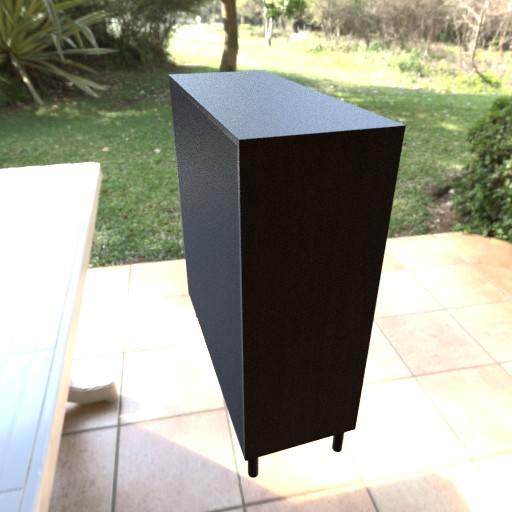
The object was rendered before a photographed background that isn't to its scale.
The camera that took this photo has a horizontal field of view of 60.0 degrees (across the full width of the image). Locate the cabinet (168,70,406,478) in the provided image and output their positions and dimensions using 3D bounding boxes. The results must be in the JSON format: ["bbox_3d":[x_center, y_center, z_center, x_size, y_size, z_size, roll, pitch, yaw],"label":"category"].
[{"bbox_3d":[0.000,0.000,1.674,0.400,1.170,1.010,-9,31,-15],"label":"cabinet"}]
